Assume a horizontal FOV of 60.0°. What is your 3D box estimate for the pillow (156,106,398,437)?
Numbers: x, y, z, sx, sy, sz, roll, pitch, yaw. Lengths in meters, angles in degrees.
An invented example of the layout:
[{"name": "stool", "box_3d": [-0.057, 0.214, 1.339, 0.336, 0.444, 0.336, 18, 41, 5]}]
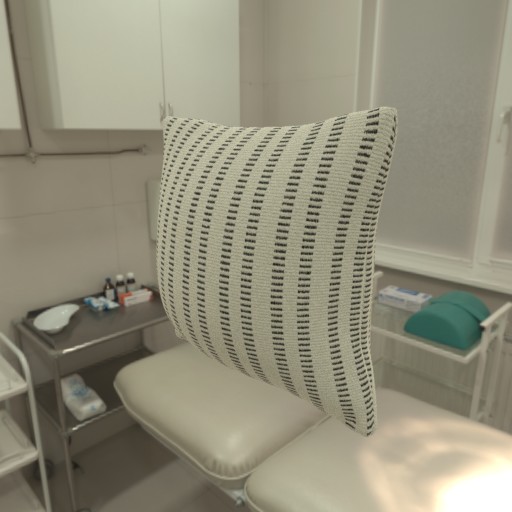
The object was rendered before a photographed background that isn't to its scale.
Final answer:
[{"name": "pillow", "box_3d": [0.000, 0.000, 0.678, 0.438, 0.419, 0.247, 15, 21, 42]}]
